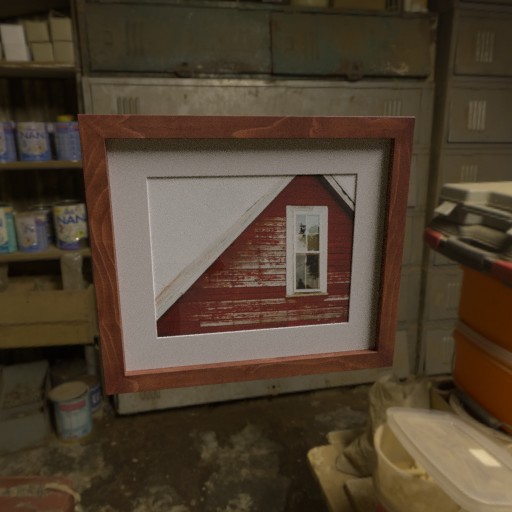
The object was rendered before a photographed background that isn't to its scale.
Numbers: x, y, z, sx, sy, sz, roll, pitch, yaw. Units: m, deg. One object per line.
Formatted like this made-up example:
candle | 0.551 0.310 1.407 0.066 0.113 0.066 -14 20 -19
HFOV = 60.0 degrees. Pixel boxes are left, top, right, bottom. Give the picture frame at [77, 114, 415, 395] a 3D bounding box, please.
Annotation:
picture frame | 0.000 0.000 0.548 0.381 0.330 0.025 -3 16 -10
